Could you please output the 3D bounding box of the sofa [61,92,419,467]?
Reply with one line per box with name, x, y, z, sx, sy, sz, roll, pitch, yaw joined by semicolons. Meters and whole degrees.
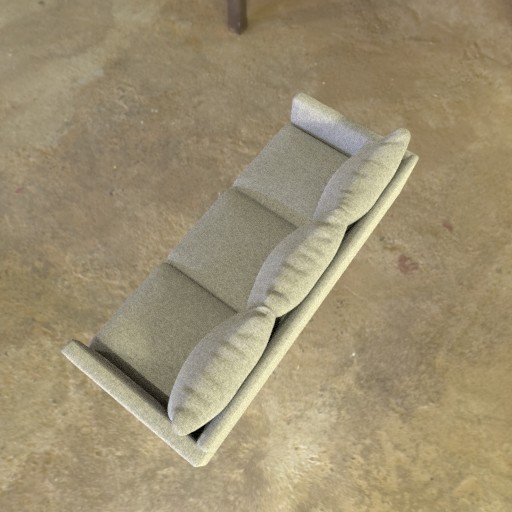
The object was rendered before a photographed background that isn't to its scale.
sofa;0.000;0.000;2.441;0.850;0.830;2.000;34;70;14
